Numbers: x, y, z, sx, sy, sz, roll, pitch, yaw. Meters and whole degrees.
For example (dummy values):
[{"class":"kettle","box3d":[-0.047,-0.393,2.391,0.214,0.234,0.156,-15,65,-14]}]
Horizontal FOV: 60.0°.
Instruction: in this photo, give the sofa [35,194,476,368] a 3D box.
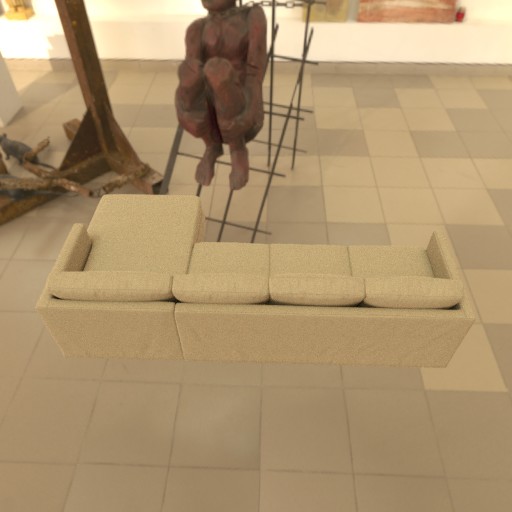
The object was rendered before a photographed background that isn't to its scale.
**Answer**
[{"class":"sofa","box3d":[0.000,0.000,3.898,3.177,0.867,1.622,1,47,1]}]
